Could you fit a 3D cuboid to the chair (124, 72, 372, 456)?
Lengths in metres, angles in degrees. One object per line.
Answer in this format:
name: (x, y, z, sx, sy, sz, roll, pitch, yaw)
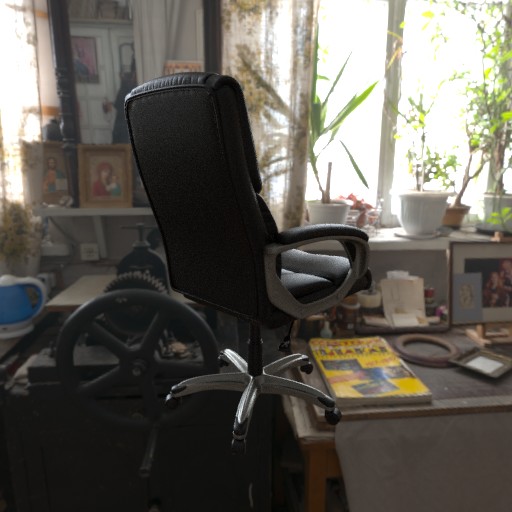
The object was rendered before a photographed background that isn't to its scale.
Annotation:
chair: (0.000, 0.000, 1.599, 0.739, 1.155, 0.663, -13, 18, -43)
